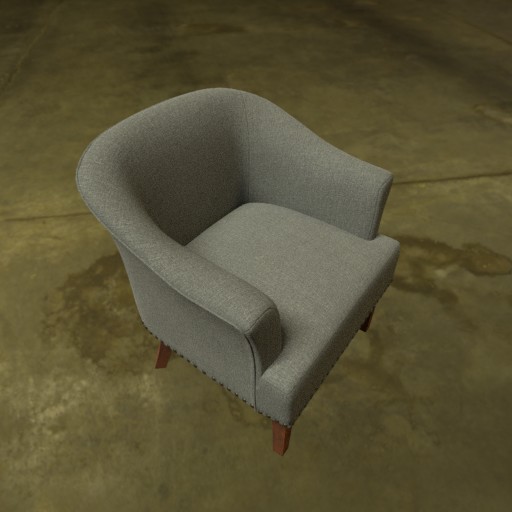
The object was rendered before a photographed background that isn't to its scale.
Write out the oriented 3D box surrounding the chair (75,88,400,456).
[{"bbox_3d":[0.000,0.000,1.383,0.704,0.815,0.798,24,46,26],"label":"chair"}]
